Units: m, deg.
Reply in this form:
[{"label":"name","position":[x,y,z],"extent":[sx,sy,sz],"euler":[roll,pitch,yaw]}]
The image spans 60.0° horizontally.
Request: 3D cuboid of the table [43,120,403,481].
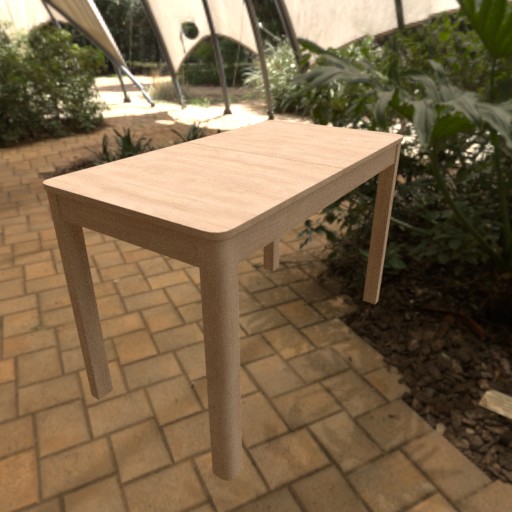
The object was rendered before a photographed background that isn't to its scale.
[{"label":"table","position":[0.000,0.000,1.951],"extent":[0.750,0.900,1.400],"euler":[17,31,30]}]
